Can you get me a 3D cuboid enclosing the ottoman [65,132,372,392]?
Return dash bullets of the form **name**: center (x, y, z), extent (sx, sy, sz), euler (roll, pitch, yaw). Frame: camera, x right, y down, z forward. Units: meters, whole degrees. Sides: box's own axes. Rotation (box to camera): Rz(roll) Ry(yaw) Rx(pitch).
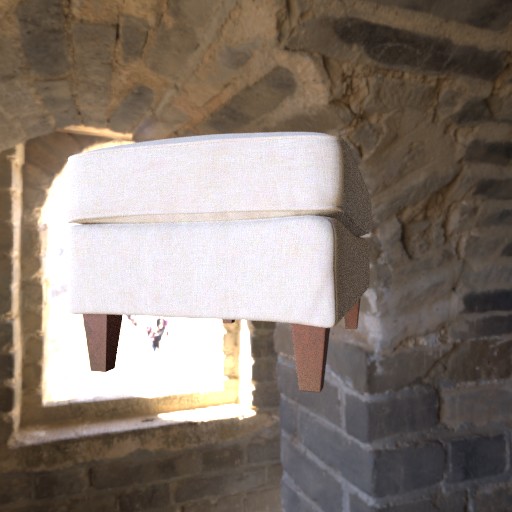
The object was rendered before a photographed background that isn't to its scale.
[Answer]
- **ottoman**: center (0.000, 0.000, 1.218), extent (0.583, 0.484, 0.862), euler (0, 0, 18)
